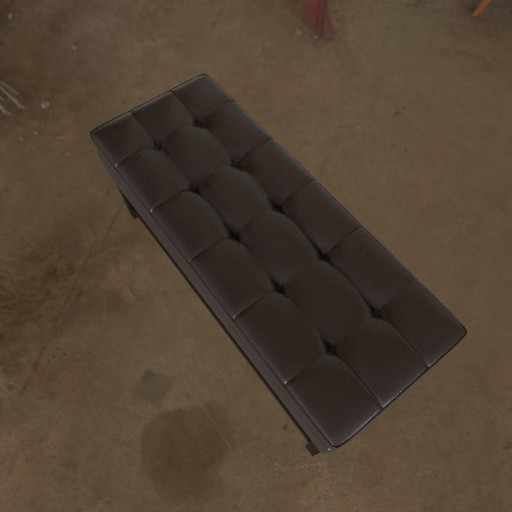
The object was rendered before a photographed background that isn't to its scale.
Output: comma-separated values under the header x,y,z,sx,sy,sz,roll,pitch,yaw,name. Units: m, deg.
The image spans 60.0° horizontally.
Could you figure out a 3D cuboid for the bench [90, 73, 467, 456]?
x,y,z,sx,sy,sz,roll,pitch,yaw,name
0.000,0.000,1.361,0.432,0.460,1.105,-34,68,-16,bench
